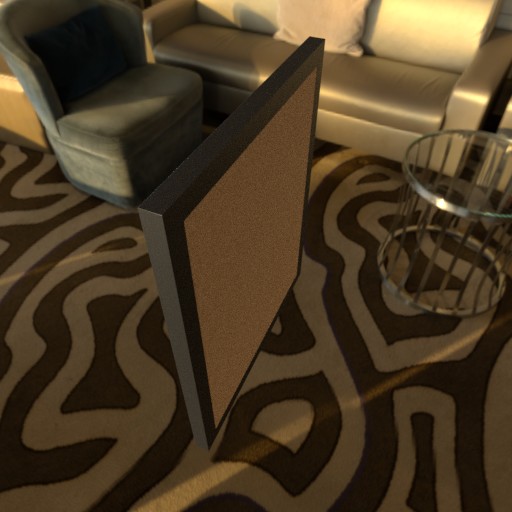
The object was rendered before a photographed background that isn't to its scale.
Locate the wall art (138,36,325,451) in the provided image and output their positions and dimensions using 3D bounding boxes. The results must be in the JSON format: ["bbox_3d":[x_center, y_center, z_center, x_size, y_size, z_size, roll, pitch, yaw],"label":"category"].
[{"bbox_3d":[0.000,0.000,0.690,0.025,0.508,0.432,18,48,17],"label":"wall art"}]
